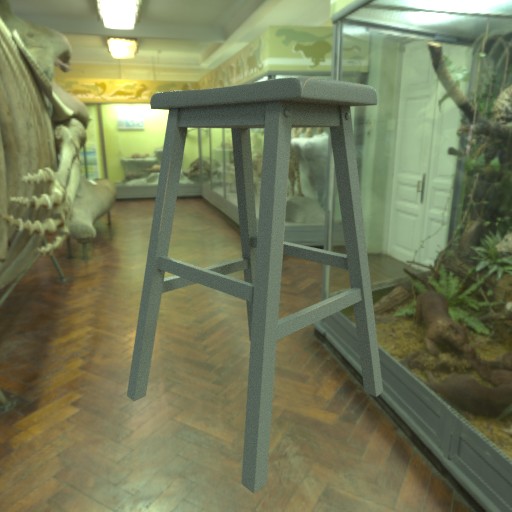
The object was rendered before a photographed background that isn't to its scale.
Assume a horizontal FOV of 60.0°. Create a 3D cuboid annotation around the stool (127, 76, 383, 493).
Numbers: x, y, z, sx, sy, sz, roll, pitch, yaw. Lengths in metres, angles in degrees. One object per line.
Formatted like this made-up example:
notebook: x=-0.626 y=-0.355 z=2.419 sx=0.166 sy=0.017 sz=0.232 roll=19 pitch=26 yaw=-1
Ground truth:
stool: x=0.000 y=0.000 z=1.044 sx=0.457 sy=0.737 sz=0.476 roll=14 pitch=21 yaw=43
